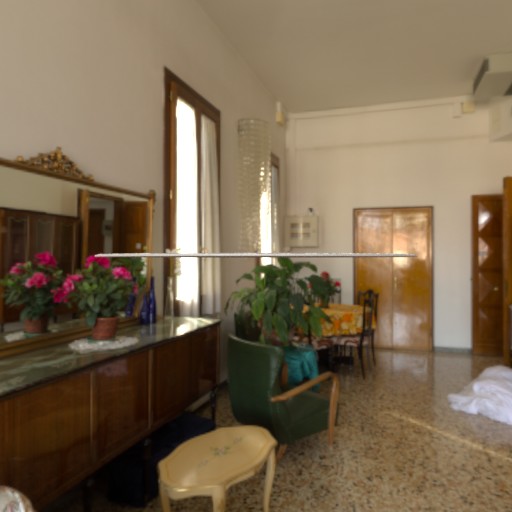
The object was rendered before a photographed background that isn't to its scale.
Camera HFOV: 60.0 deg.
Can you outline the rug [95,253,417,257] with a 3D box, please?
[{"bbox_3d":[0.000,0.000,2.328,1.593,0.012,1.593,0,0,0],"label":"rug"}]
